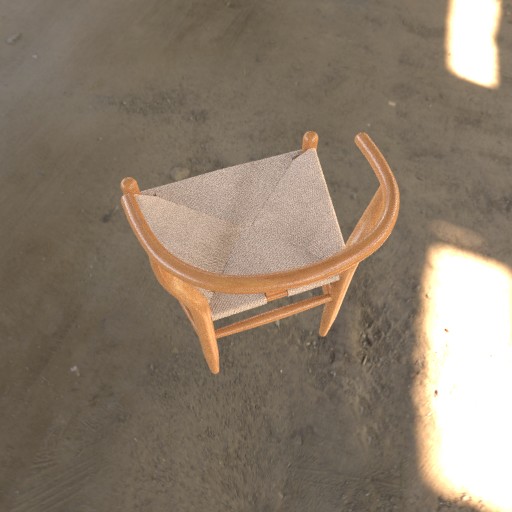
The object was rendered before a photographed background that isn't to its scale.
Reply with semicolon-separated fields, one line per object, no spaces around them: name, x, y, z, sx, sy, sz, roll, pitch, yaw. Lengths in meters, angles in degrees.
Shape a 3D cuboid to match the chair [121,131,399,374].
chair;0.000;0.000;1.169;0.569;0.730;0.579;-17;59;-10
